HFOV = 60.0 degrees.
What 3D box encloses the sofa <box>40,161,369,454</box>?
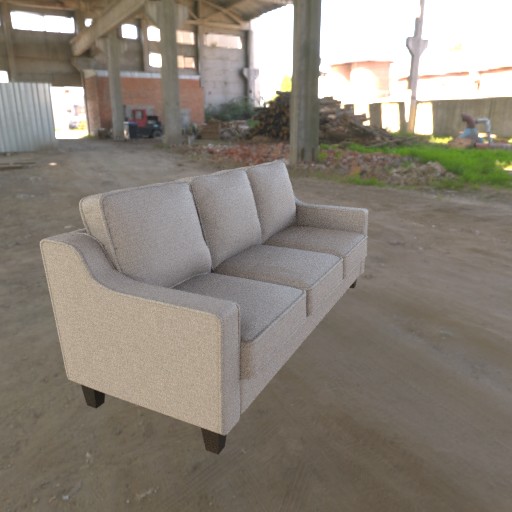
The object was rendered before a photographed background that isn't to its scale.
[{"bbox_3d":[0.000,0.000,2.590,0.899,0.950,2.129,8,19,26],"label":"sofa"}]
